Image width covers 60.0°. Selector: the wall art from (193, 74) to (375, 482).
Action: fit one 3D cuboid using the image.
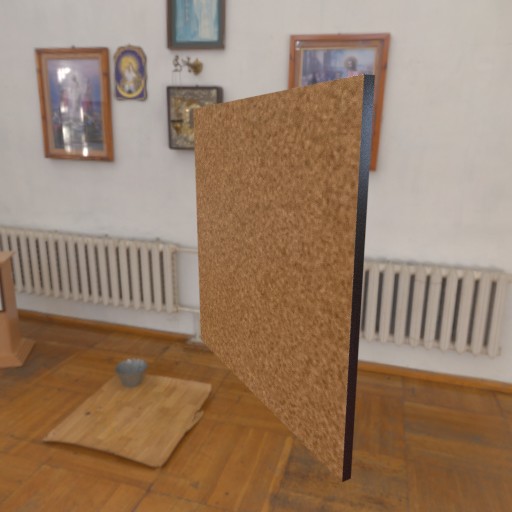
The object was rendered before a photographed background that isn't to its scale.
[{"bbox_3d":[0.000,0.000,0.655,0.014,0.445,0.446,-7,16,-27],"label":"wall art"}]
